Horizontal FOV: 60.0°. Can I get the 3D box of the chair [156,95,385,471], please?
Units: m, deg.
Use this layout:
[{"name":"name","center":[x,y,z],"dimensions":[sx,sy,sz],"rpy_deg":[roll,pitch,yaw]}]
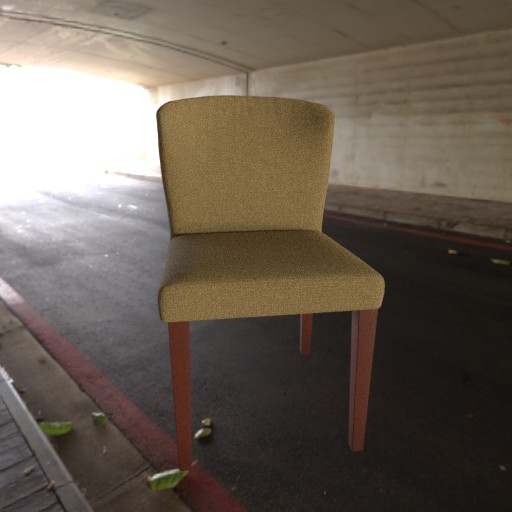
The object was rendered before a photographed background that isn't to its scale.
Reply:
[{"name":"chair","center":[0.000,0.000,1.169],"dimensions":[0.491,0.839,0.589],"rpy_deg":[-2,16,-9]}]
